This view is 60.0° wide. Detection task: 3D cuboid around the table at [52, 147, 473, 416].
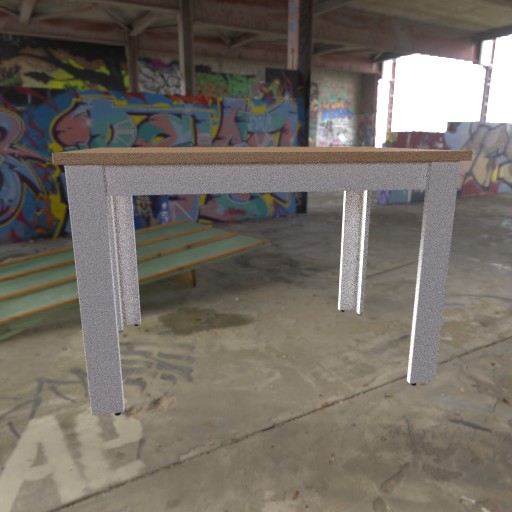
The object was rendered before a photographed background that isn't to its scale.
[{"bbox_3d":[0.000,0.000,1.564,1.100,0.734,0.700,-3,15,-10],"label":"table"}]
